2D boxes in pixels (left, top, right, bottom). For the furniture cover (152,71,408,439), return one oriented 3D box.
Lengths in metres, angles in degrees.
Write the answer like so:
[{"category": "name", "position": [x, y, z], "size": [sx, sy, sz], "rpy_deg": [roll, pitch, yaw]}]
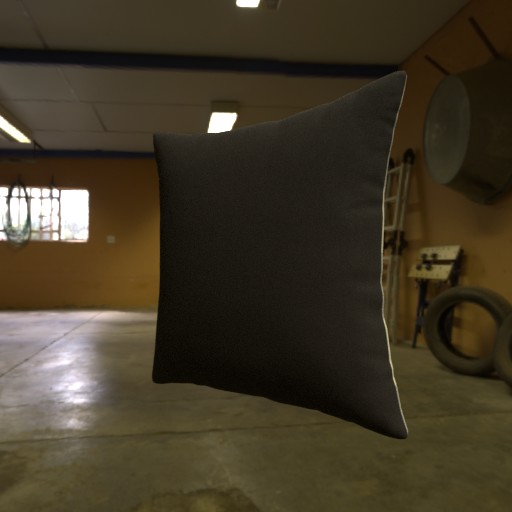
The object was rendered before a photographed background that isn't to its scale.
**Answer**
[{"category": "furniture cover", "position": [0.000, 0.000, 0.756], "size": [0.511, 0.509, 0.161], "rpy_deg": [-1, -1, 35]}]
